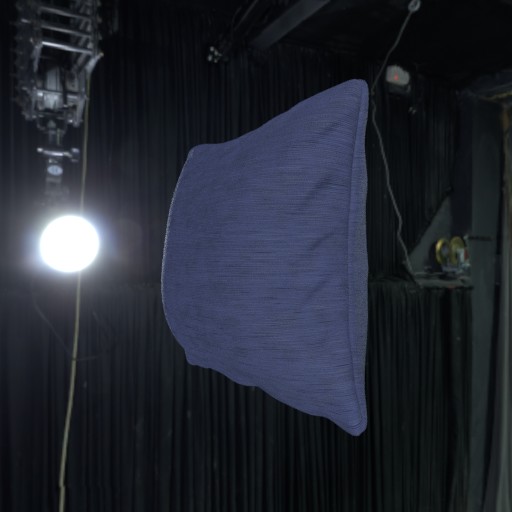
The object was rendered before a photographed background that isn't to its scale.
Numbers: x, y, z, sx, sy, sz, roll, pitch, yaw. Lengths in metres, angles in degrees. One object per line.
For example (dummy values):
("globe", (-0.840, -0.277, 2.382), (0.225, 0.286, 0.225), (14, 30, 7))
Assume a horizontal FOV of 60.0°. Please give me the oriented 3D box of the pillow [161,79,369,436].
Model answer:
("pillow", (0.000, 0.000, 0.681), (0.246, 0.414, 0.432), (0, 0, -35))
